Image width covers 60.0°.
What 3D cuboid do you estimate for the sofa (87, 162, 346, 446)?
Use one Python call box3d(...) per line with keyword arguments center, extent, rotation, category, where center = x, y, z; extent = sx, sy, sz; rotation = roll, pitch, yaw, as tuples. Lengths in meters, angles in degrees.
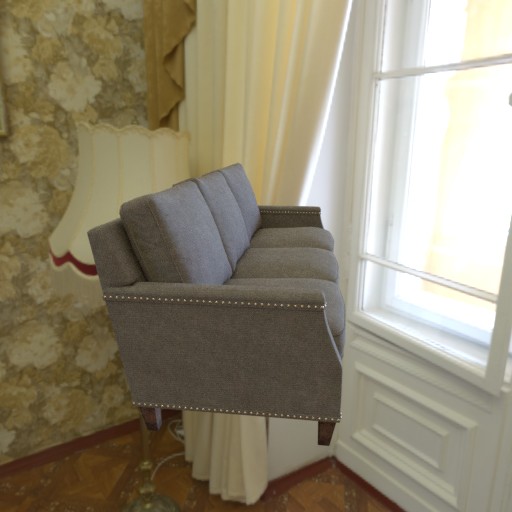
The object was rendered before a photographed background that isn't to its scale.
box3d(center=(0.000, 0.000, 2.788), extent=(1.034, 1.042, 2.226), rotation=(2, 15, 7), category="sofa")
